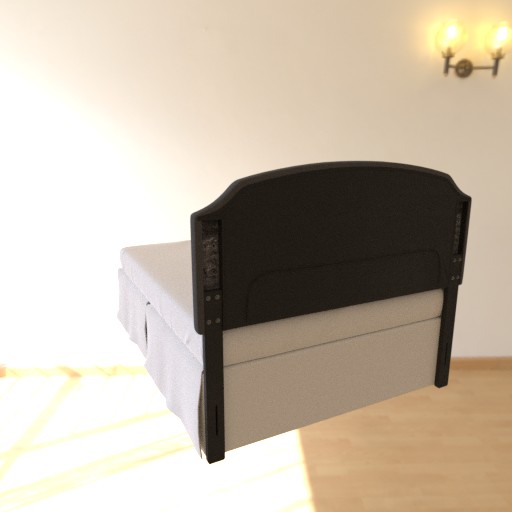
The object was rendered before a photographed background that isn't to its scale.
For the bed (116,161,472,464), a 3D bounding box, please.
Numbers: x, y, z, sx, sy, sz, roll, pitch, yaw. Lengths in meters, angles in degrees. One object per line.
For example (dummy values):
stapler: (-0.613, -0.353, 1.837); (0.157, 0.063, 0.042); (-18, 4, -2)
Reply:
bed: (0.000, 0.000, 2.939); (1.558, 1.270, 1.999); (-7, 15, -26)
